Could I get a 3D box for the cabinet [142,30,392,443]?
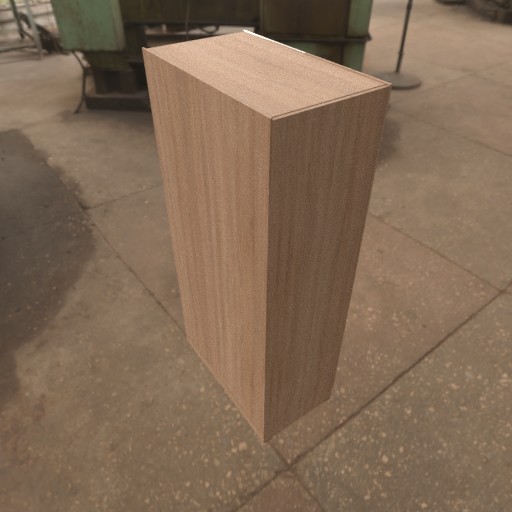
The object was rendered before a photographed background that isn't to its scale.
[{"bbox_3d":[0.000,0.000,2.553,0.590,2.121,1.001,-24,46,-26],"label":"cabinet"}]
